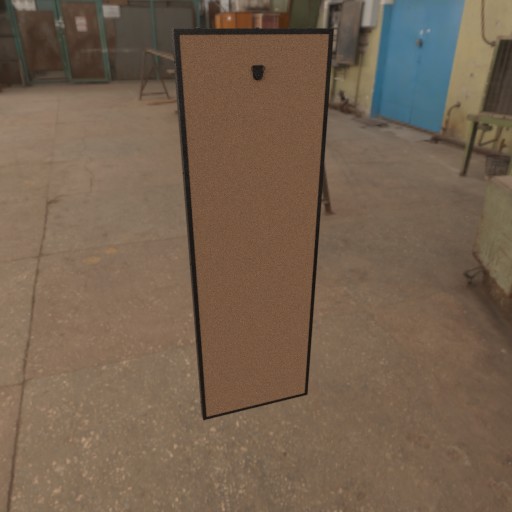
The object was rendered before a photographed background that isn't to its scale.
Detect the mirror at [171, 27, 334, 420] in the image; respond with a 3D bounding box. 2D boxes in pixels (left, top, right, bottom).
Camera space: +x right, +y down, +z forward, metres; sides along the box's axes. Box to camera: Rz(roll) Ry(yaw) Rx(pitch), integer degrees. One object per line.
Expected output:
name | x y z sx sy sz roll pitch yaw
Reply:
mirror | 0.000 0.000 1.177 0.354 1.080 0.042 -8 29 -16
